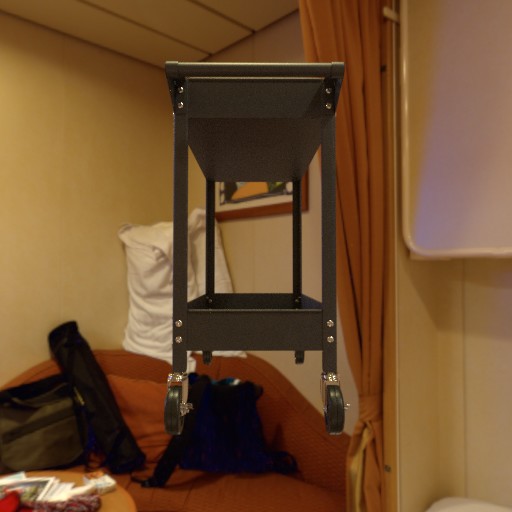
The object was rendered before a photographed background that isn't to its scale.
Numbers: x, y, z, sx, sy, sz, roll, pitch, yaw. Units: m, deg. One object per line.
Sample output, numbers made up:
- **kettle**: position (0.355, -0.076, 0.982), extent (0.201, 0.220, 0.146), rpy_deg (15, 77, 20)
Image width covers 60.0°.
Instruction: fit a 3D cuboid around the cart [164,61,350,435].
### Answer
- **cart**: position (0.000, 0.000, 1.193), extent (0.366, 0.719, 0.779), rpy_deg (0, -2, 0)
